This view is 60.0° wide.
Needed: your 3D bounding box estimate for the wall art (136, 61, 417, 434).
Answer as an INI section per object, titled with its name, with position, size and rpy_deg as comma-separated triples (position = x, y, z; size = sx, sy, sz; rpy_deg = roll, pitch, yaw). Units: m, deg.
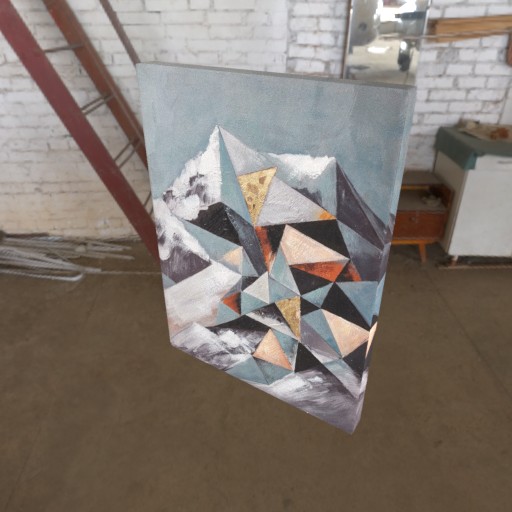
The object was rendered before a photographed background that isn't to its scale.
[wall art]
position = 0.000, 0.000, 0.794
size = 0.455, 0.613, 0.037
rpy_deg = 18, 35, 28
